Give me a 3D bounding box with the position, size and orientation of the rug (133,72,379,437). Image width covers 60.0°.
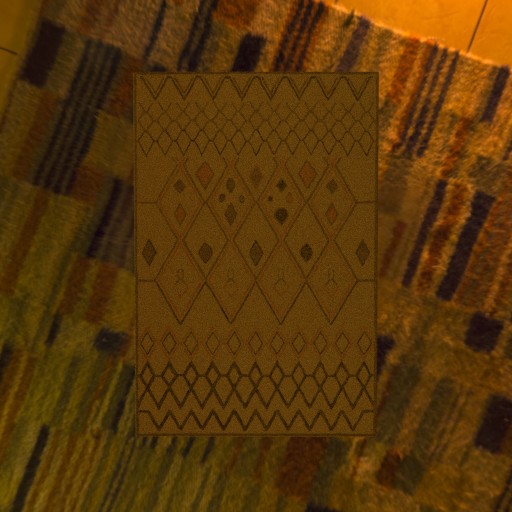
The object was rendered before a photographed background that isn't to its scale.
[{"bbox_3d":[0.000,0.000,2.224,1.219,0.016,1.829,0,91,0],"label":"rug"}]
